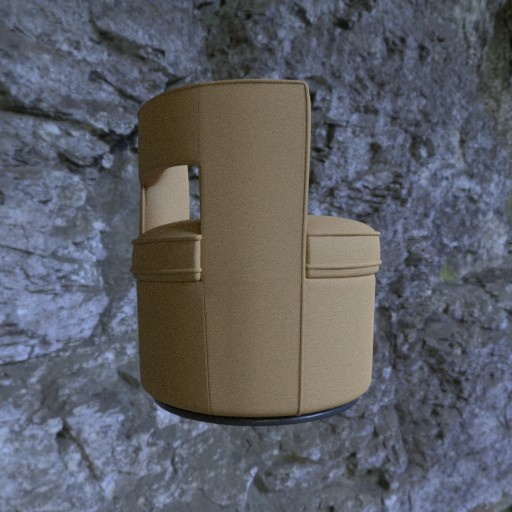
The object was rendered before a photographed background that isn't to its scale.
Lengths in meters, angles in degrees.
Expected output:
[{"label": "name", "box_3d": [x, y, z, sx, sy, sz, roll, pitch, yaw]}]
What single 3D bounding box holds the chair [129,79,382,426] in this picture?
[{"label": "chair", "box_3d": [0.000, 0.000, 1.206, 0.665, 0.723, 0.650, 0, -1, -36]}]
